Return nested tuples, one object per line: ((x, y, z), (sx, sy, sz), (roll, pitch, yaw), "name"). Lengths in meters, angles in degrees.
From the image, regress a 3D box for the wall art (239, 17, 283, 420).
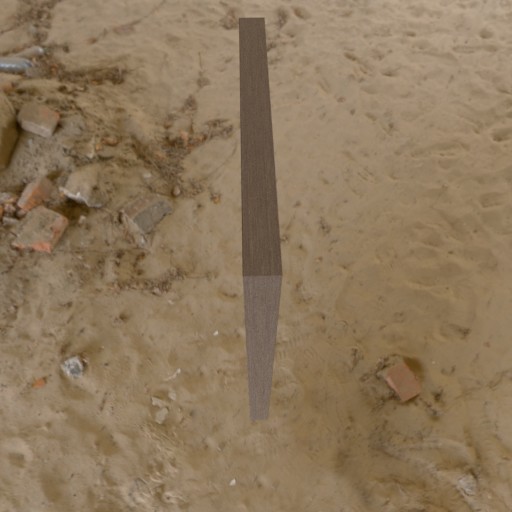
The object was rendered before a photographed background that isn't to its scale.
((0.000, 0.000, 0.654), (0.032, 0.510, 0.358), (-1, 58, -1), "wall art")
